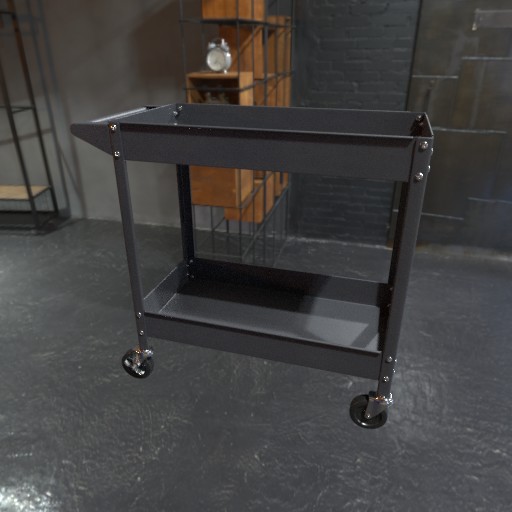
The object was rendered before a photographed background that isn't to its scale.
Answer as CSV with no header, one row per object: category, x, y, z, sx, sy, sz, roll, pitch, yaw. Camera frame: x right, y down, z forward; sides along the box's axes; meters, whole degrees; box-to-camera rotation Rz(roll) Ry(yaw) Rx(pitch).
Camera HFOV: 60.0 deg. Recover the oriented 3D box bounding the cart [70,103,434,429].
cart,0.000,0.000,1.180,0.779,0.719,0.366,7,27,15
